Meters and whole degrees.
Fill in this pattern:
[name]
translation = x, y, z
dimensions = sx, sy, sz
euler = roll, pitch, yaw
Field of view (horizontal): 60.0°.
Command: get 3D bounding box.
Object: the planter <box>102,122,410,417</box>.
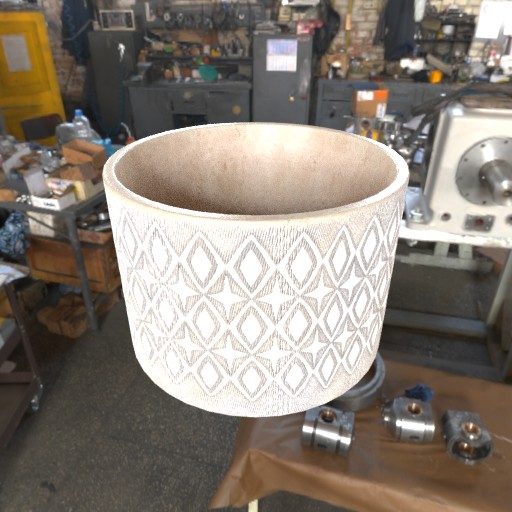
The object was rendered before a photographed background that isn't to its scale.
[planter]
translation = 0.000, 0.000, 0.278
dimensions = 0.164, 0.127, 0.164
euler = 0, 30, 0
